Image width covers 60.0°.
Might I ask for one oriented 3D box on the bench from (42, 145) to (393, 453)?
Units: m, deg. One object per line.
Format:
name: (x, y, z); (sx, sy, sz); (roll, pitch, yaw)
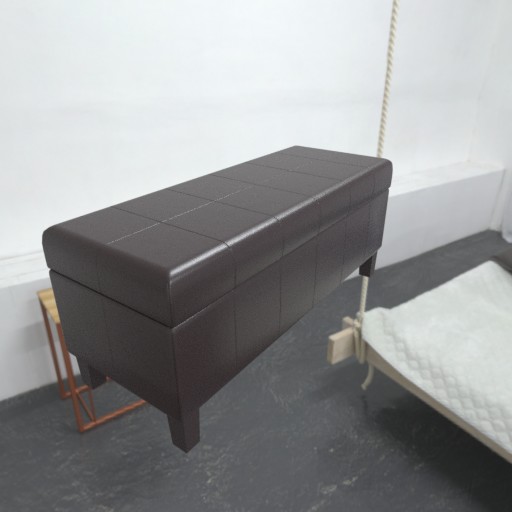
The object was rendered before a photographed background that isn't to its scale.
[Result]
bench: (0.000, 0.000, 1.374); (0.429, 0.457, 1.092); (18, 31, 32)
